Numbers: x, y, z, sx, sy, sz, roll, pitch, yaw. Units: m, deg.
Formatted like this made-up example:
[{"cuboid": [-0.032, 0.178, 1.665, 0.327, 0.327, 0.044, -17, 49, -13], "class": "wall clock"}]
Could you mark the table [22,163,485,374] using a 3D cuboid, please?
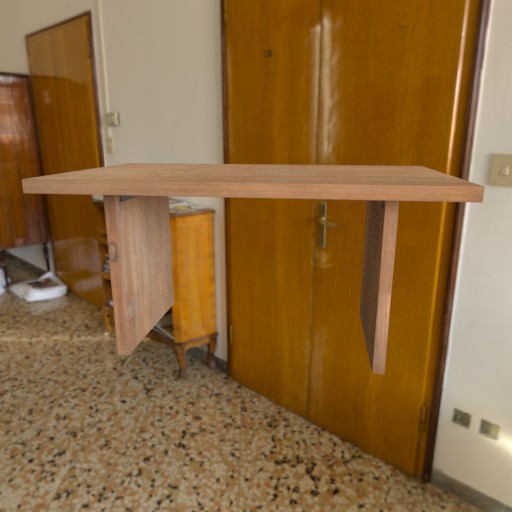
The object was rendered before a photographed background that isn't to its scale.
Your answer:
[{"cuboid": [0.000, 0.000, 2.076, 1.609, 0.780, 0.946, 2, 16, 8], "class": "table"}]
